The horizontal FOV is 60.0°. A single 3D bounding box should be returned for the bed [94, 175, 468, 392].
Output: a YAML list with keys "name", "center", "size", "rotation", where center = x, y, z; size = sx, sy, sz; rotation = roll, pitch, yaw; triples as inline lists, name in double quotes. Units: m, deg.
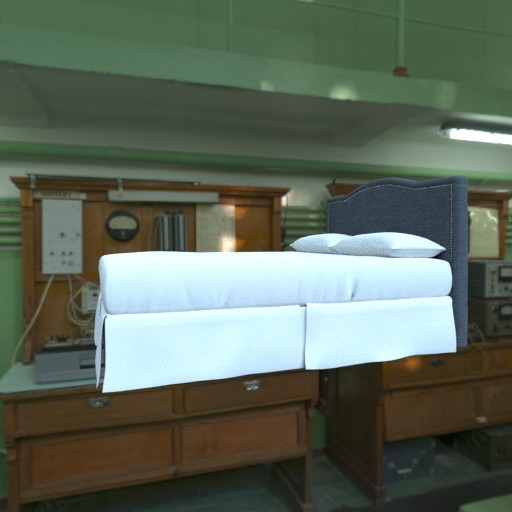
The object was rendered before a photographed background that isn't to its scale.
- name: "bed"
  center: [0.000, 0.000, 3.890]
  size: [2.689, 1.457, 2.161]
  rotation: [-1, 2, -20]
